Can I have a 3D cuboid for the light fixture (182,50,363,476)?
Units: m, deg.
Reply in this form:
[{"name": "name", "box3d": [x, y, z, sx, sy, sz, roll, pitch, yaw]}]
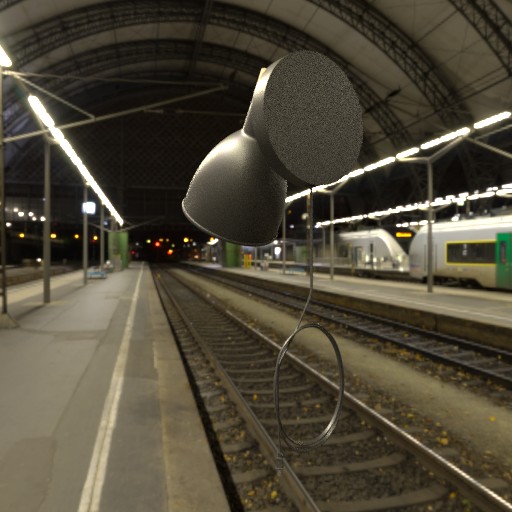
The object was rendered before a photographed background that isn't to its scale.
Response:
[{"name": "light fixture", "box3d": [0.000, 0.000, 0.501, 0.127, 0.401, 0.203, 0, 0, -35]}]
